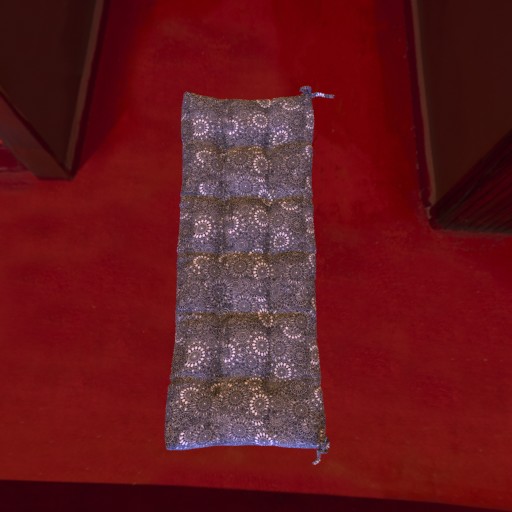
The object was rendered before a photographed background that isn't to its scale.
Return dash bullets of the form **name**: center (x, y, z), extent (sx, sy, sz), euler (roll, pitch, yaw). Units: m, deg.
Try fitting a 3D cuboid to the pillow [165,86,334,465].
- **pillow**: center (0.000, 0.000, 1.371), extent (0.511, 0.174, 1.194), euler (0, 74, 0)
